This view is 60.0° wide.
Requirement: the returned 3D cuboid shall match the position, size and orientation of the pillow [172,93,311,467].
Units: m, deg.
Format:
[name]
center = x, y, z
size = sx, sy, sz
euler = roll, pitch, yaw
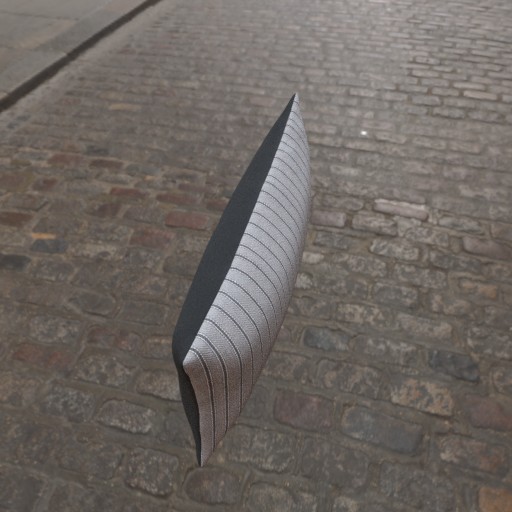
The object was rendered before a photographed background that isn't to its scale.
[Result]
[pillow]
center = 0.000, 0.000, 0.755
size = 0.151, 0.305, 0.609
euler = 10, 46, 10
